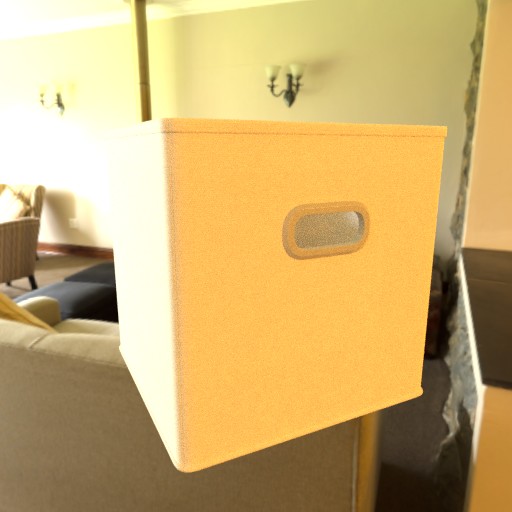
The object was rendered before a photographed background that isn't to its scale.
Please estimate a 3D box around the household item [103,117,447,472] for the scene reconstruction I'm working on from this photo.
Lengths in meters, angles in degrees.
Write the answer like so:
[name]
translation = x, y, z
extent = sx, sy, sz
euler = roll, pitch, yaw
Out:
[household item]
translation = 0.000, 0.000, 0.554
extent = 0.305, 0.305, 0.305
euler = -7, 15, -26
